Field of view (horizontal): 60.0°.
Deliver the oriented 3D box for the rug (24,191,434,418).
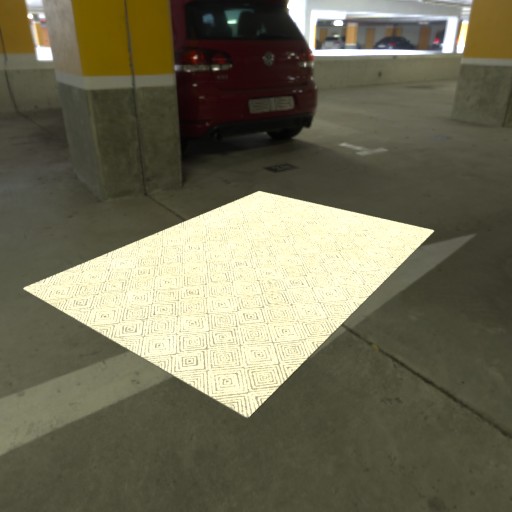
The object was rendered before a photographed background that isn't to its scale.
[{"bbox_3d":[0.000,0.000,2.864,1.593,0.008,2.238,18,31,33],"label":"rug"}]
